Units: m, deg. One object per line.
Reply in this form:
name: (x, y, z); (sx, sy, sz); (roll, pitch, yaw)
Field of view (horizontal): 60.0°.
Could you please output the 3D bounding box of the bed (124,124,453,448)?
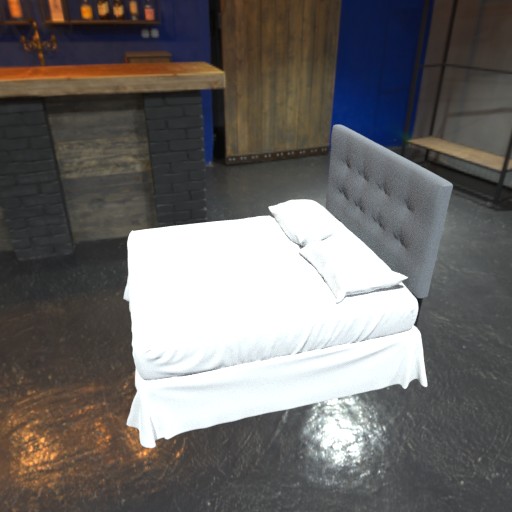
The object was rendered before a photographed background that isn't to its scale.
bed: (0.000, 0.000, 3.503); (2.222, 1.577, 1.936); (-8, 30, -13)
